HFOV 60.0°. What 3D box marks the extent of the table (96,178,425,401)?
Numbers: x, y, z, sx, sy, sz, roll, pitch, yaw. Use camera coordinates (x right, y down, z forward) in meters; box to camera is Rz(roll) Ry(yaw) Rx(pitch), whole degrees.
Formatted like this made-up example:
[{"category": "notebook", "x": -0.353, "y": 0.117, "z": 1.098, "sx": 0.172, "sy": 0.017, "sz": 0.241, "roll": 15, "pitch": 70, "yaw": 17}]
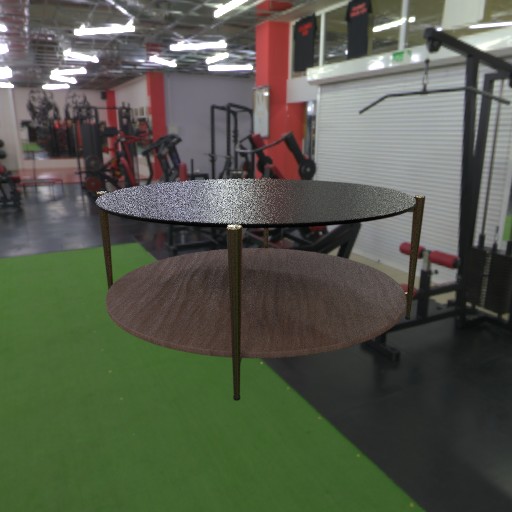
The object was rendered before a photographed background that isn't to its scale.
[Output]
[{"category": "table", "x": 0.000, "y": 0.000, "z": 1.427, "sx": 0.938, "sy": 0.400, "sz": 0.938, "roll": -7, "pitch": 17, "yaw": -24}]
